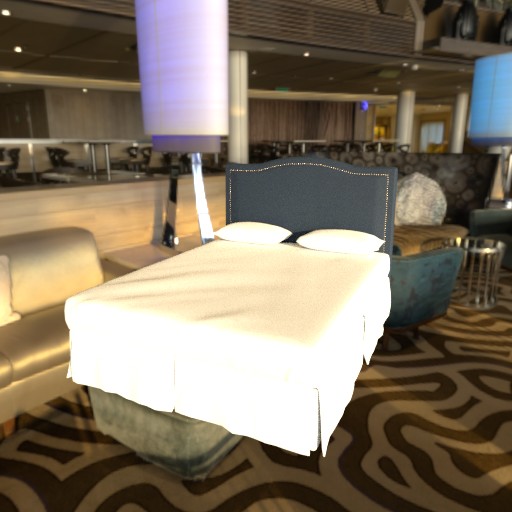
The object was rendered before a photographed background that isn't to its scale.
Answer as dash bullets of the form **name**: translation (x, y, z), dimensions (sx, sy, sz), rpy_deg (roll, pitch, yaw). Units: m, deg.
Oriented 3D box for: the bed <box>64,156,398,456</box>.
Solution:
- **bed**: translation (0.000, 0.000, 3.422), dimensions (1.821, 1.436, 2.282), rpy_deg (7, 16, 25)
